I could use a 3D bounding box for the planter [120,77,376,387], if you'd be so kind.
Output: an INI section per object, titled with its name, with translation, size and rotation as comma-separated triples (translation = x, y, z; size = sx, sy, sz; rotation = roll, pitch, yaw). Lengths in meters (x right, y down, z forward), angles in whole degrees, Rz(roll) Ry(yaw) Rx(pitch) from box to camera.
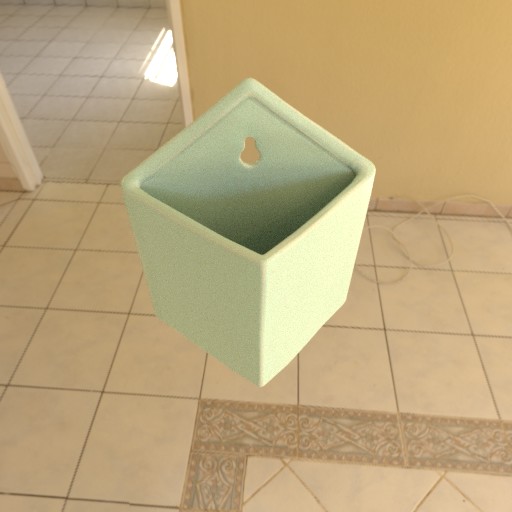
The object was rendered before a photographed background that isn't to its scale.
[planter]
translation = 0.000, 0.000, 0.282
size = 0.164, 0.197, 0.079
rotation = -4, 46, -4
